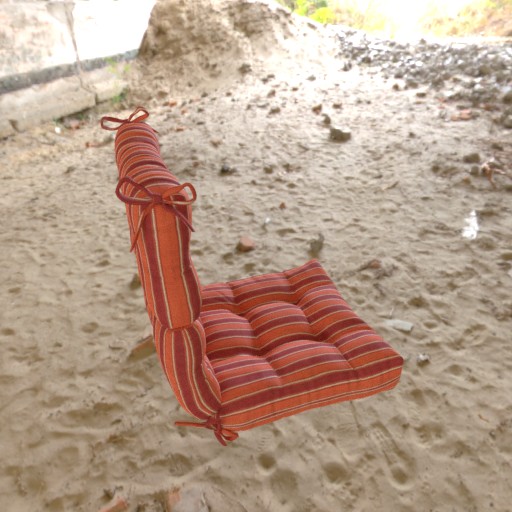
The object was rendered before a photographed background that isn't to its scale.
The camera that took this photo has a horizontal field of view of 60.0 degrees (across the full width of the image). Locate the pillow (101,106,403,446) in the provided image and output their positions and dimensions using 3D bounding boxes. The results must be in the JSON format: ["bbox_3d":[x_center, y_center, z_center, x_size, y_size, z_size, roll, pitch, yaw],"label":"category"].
[{"bbox_3d":[0.000,0.000,1.010,0.571,0.605,0.519,-10,32,-16],"label":"pillow"}]
